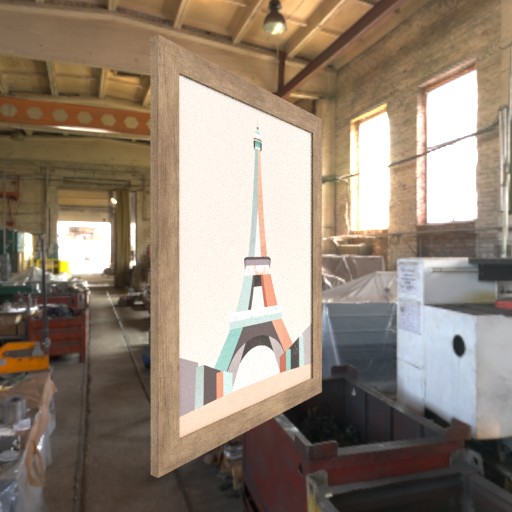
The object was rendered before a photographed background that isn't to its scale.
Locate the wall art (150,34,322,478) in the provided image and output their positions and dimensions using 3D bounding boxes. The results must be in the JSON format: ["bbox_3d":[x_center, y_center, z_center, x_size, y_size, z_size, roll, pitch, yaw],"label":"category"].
[{"bbox_3d":[0.000,0.000,0.905,0.018,0.686,0.534,0,0,36],"label":"wall art"}]
